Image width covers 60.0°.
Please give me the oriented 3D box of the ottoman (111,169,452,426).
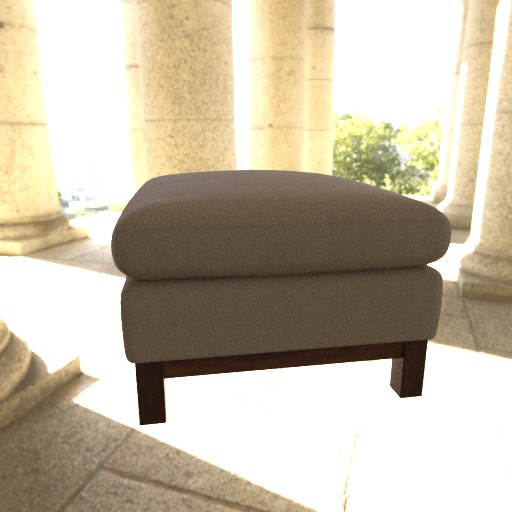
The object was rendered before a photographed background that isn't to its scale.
[{"bbox_3d":[0.000,0.000,1.121,0.606,0.420,0.771,-3,15,-10],"label":"ottoman"}]
